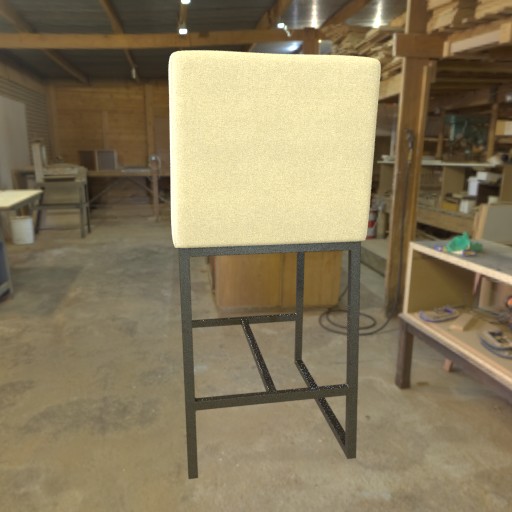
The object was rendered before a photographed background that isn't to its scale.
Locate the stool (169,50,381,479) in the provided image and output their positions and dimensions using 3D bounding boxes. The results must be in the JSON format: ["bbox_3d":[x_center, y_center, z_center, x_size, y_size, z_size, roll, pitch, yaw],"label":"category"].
[{"bbox_3d":[0.000,0.000,1.263,0.459,0.971,0.567,-2,14,-10],"label":"stool"}]
